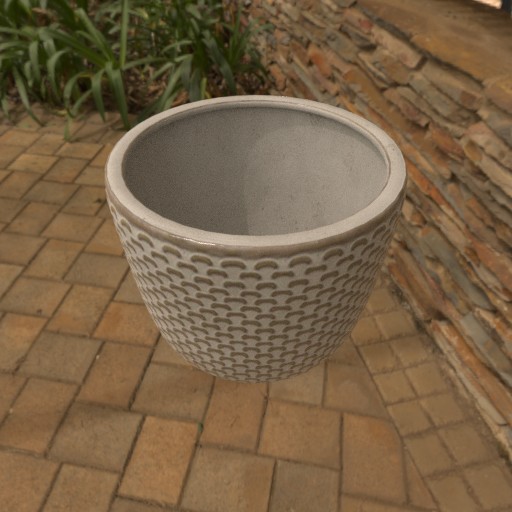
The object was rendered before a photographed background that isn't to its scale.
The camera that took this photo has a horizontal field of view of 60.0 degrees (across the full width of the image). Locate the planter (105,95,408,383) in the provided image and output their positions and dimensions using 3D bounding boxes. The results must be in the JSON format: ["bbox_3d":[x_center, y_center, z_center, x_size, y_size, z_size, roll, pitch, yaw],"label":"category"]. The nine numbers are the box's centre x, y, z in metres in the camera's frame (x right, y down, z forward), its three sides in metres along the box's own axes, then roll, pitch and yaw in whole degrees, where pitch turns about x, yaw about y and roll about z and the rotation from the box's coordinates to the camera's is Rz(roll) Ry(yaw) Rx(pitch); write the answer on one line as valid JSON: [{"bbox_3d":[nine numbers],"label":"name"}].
[{"bbox_3d":[0.000,0.000,0.308,0.173,0.160,0.173,0,42,0],"label":"planter"}]
